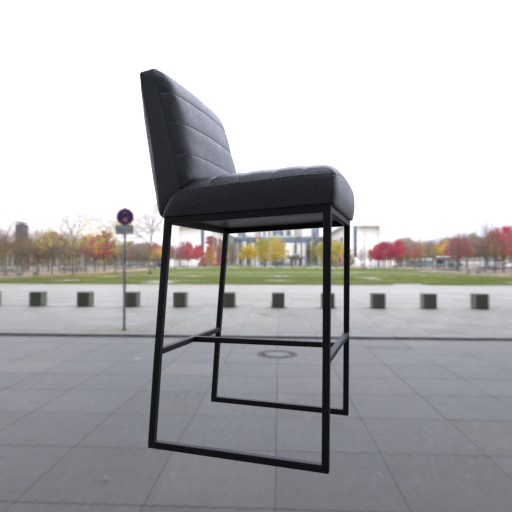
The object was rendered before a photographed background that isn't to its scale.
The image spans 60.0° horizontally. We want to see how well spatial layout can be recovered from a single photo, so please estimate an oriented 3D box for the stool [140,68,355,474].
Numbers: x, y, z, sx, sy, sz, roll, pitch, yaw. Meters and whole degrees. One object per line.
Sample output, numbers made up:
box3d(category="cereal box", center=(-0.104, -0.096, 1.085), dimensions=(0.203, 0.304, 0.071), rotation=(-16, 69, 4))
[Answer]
box3d(category="stool", center=(0.000, 0.000, 1.340), dimensions=(0.552, 1.040, 0.457), rotation=(0, -1, 18))
